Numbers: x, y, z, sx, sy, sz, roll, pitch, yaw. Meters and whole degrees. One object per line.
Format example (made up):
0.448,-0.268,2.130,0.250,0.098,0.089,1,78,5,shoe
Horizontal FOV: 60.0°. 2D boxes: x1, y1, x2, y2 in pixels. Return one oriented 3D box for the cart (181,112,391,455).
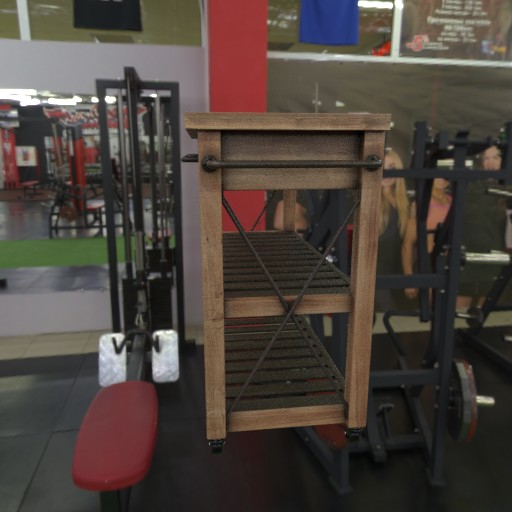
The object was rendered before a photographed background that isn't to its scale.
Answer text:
0.000,0.000,0.976,0.298,0.554,0.686,-2,14,-7,cart
